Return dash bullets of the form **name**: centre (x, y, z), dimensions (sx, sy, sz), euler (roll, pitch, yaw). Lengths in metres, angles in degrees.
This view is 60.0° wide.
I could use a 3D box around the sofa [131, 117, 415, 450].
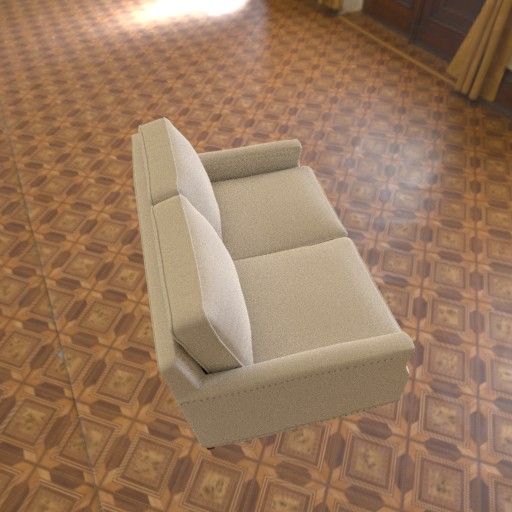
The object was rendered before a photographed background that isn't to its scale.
- **sofa**: centre (0.000, 0.000, 2.331), dimensions (1.084, 1.003, 1.597), euler (-11, 48, -10)
